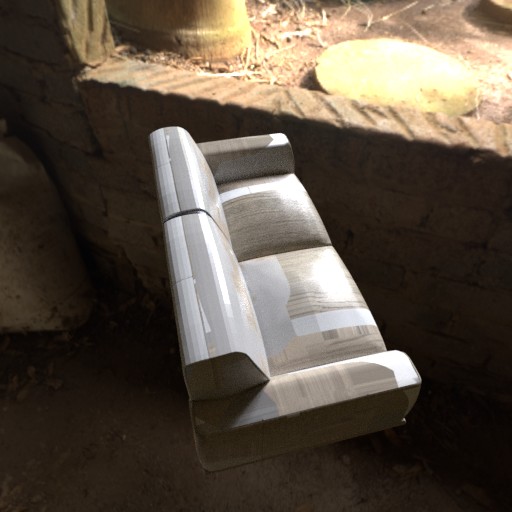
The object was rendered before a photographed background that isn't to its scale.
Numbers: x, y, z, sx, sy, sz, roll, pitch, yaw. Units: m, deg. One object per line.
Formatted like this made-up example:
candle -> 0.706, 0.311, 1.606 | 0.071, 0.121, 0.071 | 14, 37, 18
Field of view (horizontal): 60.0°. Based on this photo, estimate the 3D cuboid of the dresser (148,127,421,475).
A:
dresser -> 0.000, 0.000, 5.745 | 2.251, 1.863, 4.679 | -10, 47, -10
